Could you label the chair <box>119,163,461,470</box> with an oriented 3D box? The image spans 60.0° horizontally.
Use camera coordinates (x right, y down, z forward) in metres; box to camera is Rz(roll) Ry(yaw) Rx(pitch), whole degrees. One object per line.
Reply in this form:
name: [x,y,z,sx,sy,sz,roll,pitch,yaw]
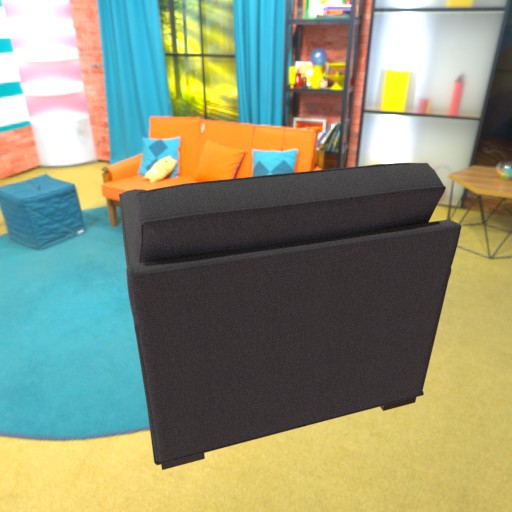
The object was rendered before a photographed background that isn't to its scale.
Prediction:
chair: [0.000,0.000,1.776,0.997,0.913,1.043,-8,29,-16]
